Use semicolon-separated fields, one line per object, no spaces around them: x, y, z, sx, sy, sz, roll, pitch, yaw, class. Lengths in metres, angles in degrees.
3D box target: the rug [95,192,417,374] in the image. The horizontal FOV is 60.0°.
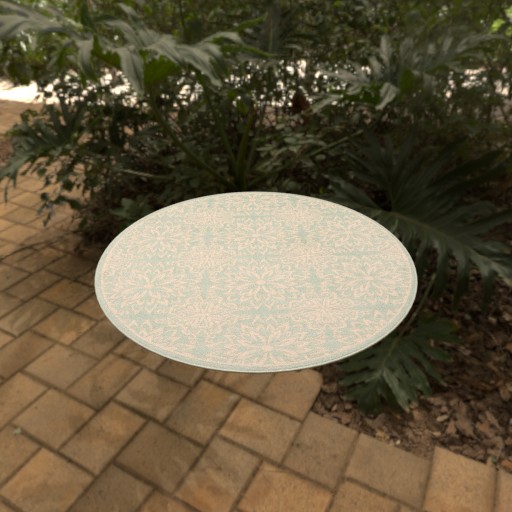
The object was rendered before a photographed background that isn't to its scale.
0.000;0.000;2.287;1.593;0.012;1.593;0;32;0;rug
